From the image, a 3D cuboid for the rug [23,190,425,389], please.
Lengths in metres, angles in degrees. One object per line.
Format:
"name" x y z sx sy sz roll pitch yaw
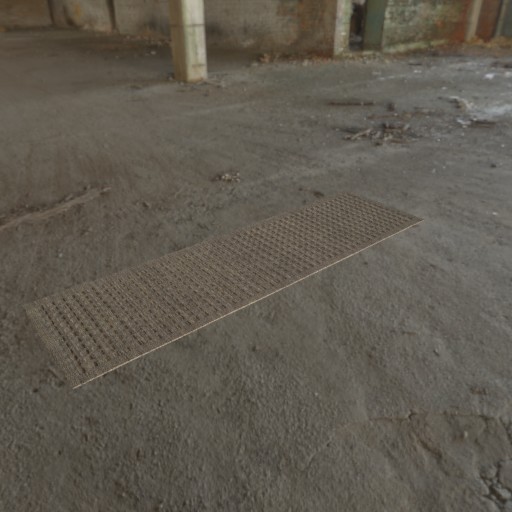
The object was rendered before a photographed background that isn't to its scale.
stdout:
"rug" 0.000 0.000 2.643 2.443 0.009 0.706 -22 37 -33
